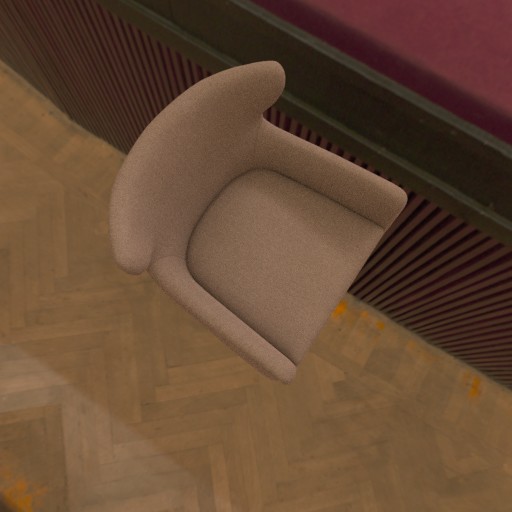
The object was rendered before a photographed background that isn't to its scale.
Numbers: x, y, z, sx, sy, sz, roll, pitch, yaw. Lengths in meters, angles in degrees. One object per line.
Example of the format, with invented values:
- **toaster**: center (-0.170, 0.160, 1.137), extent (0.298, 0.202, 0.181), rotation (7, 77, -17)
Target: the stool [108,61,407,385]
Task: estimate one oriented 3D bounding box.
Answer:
- **stool**: center (0.000, 0.000, 1.398), extent (0.575, 1.047, 0.575), rotation (34, 78, 8)
